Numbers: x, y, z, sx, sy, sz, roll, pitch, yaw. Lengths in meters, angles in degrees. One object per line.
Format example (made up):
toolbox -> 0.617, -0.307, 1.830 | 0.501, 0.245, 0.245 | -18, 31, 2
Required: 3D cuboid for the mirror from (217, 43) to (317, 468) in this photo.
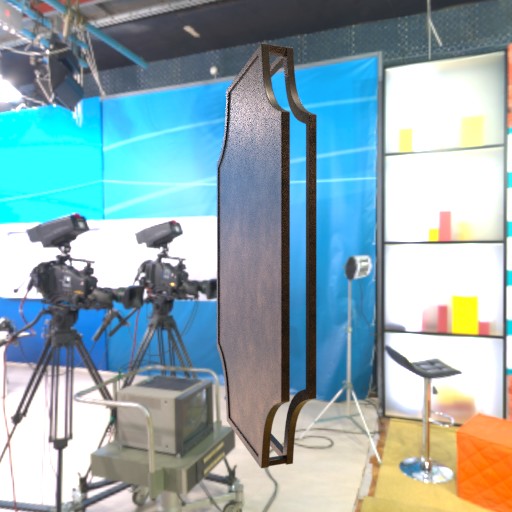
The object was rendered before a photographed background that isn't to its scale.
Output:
mirror -> 0.000, 0.000, 0.975 | 0.066, 0.811, 0.462 | 0, 0, -19
